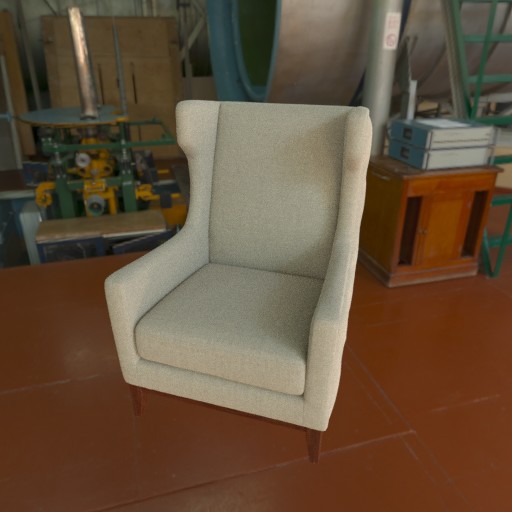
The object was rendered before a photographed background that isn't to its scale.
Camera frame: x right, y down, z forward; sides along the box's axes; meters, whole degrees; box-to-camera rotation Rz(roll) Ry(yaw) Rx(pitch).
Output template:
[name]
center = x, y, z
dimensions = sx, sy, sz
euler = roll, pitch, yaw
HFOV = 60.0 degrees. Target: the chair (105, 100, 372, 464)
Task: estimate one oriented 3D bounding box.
[chair]
center = 0.000, 0.000, 1.700
dimensions = 0.778, 1.079, 0.899
euler = 8, 27, 16
